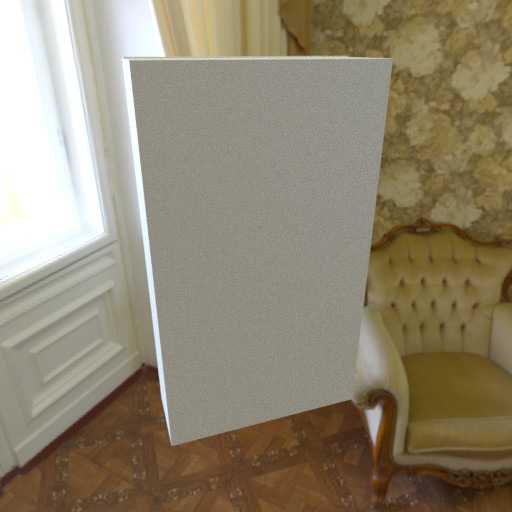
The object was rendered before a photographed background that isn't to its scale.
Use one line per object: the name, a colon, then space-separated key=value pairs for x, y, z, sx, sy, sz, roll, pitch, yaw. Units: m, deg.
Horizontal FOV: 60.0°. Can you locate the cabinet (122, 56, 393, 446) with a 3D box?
cabinet: x=0.000 y=0.000 z=2.636 sx=1.250 sy=2.160 sz=0.480 roll=-8 pitch=26 yaw=-17
